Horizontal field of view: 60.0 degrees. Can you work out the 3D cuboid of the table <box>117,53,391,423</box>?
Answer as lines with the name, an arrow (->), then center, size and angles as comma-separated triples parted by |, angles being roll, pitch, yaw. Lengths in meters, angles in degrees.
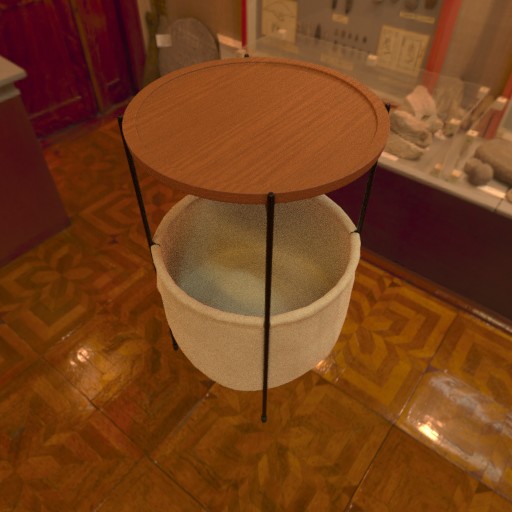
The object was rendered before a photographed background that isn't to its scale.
table -> 0.000, 0.000, 0.875 | 0.393, 0.623, 0.393 | 31, 54, 26
